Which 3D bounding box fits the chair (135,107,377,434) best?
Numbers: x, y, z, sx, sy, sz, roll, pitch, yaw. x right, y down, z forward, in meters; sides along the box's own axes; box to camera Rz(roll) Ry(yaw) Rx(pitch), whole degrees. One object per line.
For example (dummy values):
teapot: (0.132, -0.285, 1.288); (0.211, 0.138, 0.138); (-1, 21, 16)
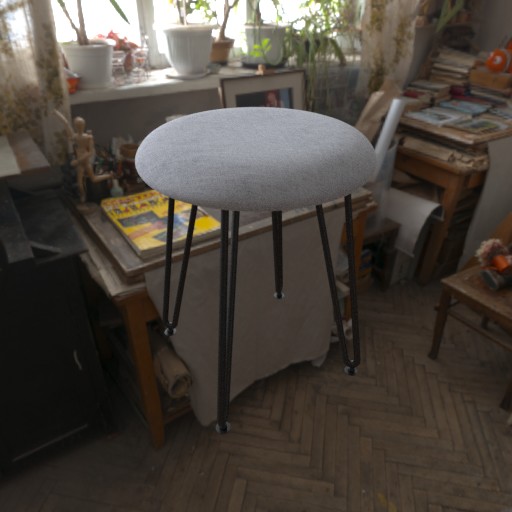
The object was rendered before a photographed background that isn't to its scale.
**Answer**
chair: (0.000, 0.000, 0.665); (0.350, 0.386, 0.350); (9, 33, 14)
